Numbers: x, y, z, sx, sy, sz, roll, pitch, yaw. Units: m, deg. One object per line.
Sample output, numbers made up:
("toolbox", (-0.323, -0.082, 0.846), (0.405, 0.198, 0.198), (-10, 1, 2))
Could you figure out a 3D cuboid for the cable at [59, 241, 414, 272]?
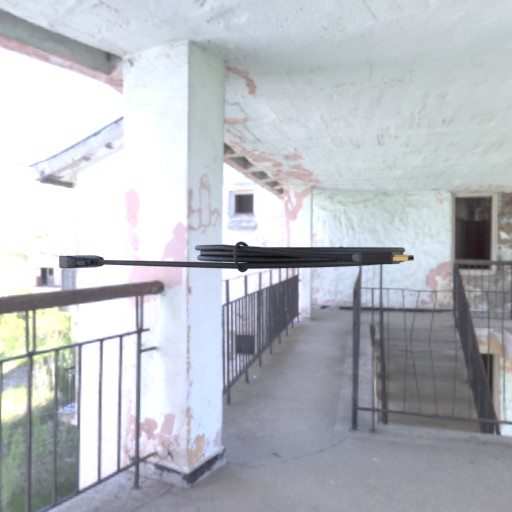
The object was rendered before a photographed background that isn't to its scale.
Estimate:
("cable", (0.000, 0.000, 0.529), (0.422, 0.030, 0.257), (1, 1, 35))
